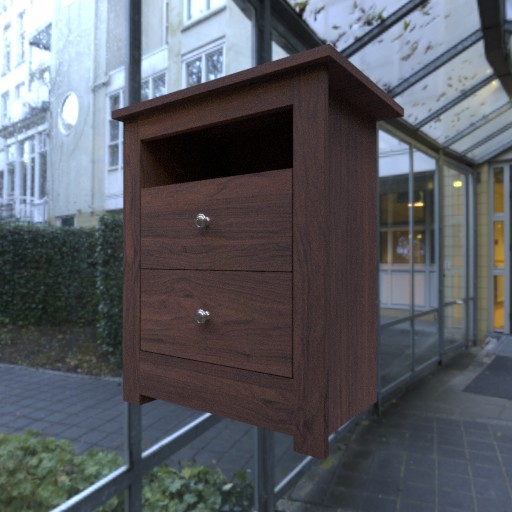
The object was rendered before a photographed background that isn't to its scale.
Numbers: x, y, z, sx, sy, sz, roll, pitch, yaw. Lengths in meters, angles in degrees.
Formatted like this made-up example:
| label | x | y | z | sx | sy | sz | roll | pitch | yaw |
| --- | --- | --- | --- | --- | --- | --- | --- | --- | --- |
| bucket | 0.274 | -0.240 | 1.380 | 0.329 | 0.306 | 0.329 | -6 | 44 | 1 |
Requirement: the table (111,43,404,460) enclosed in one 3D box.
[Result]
| label | x | y | z | sx | sy | sz | roll | pitch | yaw |
| --- | --- | --- | --- | --- | --- | --- | --- | --- | --- |
| table | 0.000 | 0.000 | 1.076 | 0.589 | 0.711 | 0.406 | 0 | 0 | 36 |
